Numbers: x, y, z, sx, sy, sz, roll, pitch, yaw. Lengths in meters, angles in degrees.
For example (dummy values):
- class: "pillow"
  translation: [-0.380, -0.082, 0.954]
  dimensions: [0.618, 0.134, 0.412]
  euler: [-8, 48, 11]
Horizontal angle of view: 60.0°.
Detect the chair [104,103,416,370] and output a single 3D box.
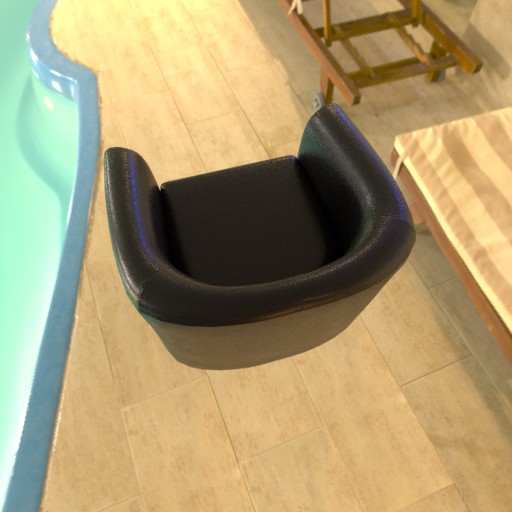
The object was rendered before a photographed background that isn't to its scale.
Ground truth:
- class: "chair"
  translation: [0.000, 0.000, 1.443]
  dimensions: [0.793, 0.756, 0.727]
  euler: [-14, 60, -8]
